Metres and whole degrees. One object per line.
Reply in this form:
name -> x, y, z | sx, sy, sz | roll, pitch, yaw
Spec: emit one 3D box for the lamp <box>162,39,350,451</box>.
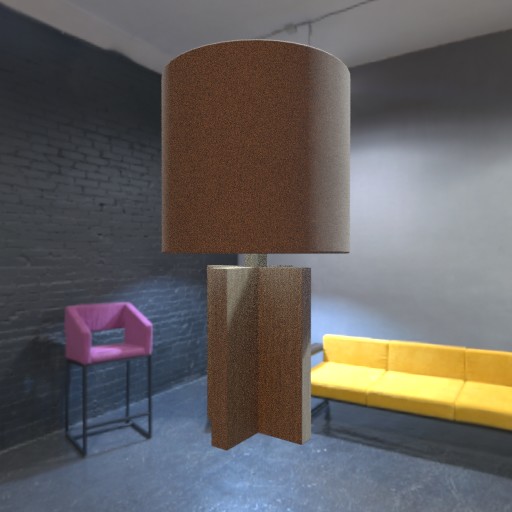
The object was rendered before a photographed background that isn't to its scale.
lamp -> 0.000, 0.000, 0.550 | 0.229, 0.428, 0.229 | 0, 1, 35
